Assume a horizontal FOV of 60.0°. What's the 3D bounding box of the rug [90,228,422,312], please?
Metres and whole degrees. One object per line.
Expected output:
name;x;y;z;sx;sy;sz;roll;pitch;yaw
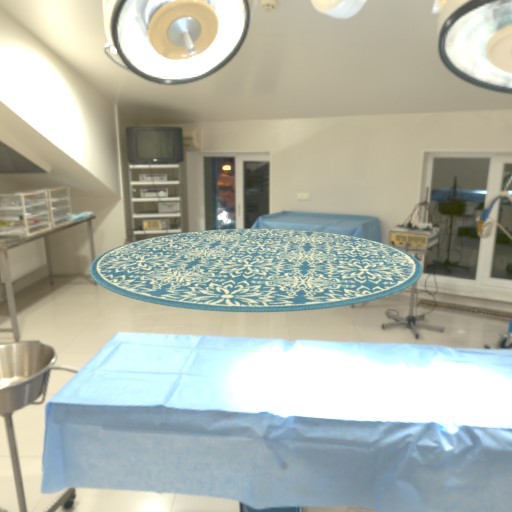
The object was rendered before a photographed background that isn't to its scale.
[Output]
rug;0.000;0.000;2.256;1.593;0.012;1.593;0;13;0
